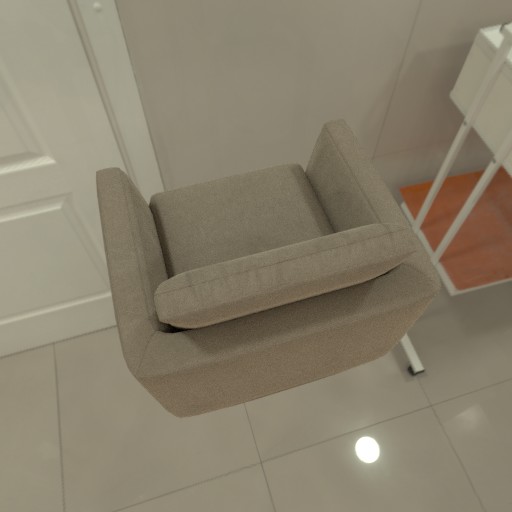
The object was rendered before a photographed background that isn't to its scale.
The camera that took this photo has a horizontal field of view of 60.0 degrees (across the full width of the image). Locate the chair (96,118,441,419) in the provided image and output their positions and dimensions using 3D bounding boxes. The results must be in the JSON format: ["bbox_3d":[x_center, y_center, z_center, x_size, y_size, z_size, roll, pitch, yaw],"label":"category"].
[{"bbox_3d":[0.000,0.000,1.709,1.041,0.864,0.889,-14,58,-9],"label":"chair"}]
